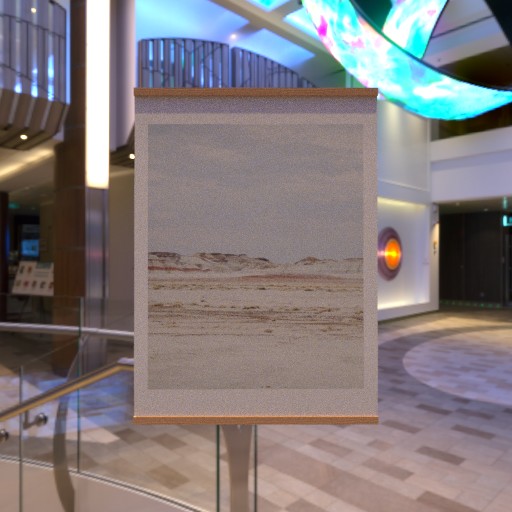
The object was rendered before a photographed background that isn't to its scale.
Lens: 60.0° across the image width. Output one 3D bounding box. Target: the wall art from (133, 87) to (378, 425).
[{"bbox_3d":[0.000,0.000,1.347,0.739,1.016,0.020,0,0,0],"label":"wall art"}]
